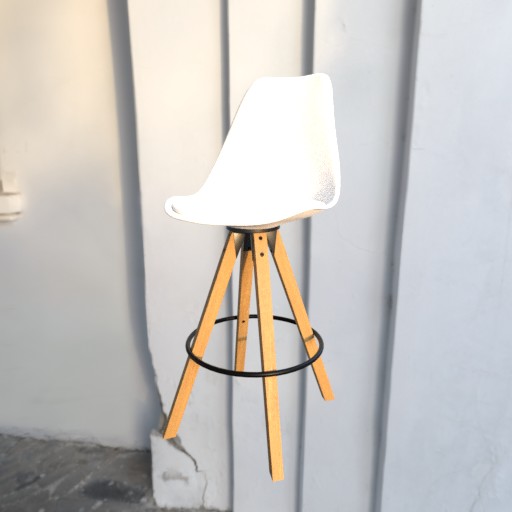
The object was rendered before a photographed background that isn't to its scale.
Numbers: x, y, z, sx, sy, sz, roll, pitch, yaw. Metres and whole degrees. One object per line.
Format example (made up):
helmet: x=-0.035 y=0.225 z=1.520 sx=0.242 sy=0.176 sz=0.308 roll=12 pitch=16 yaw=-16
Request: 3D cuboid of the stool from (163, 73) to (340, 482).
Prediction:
stool: x=0.000 y=0.000 z=1.383 sx=0.482 sy=1.115 sz=0.549 roll=7 pitch=16 yaw=27
